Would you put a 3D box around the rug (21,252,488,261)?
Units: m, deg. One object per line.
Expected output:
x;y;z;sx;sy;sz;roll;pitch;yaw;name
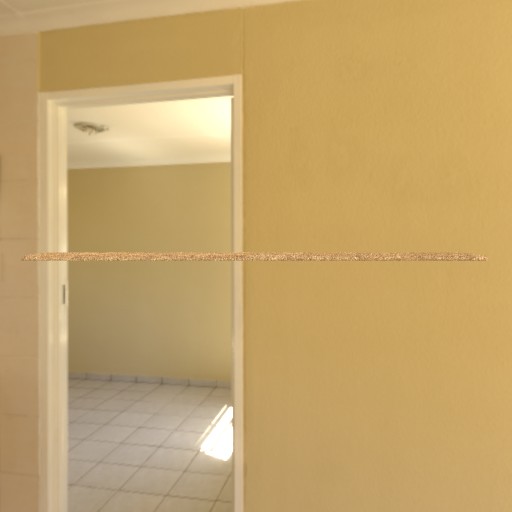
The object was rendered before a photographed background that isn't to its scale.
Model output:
0.000;0.000;3.733;2.873;0.050;2.242;0;0;1;rug
